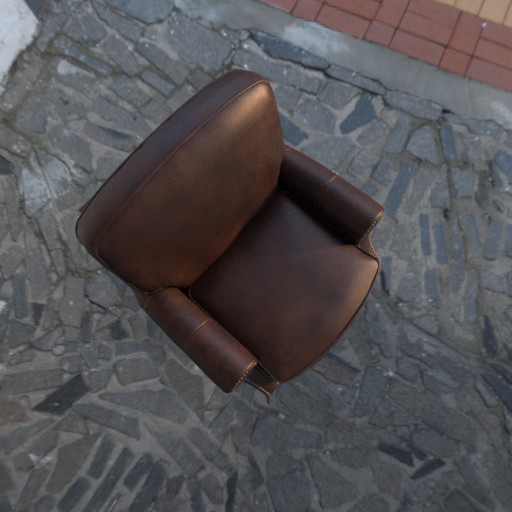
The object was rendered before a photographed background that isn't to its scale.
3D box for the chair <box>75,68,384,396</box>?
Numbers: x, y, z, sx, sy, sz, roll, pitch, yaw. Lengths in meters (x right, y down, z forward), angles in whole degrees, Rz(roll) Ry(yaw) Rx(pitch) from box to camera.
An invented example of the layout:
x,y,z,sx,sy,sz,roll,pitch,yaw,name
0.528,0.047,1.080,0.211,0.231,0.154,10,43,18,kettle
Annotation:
x,y,z,sx,sy,sz,roll,pitch,yaw,name
0.000,0.000,1.784,0.986,1.018,0.936,40,79,9,chair
